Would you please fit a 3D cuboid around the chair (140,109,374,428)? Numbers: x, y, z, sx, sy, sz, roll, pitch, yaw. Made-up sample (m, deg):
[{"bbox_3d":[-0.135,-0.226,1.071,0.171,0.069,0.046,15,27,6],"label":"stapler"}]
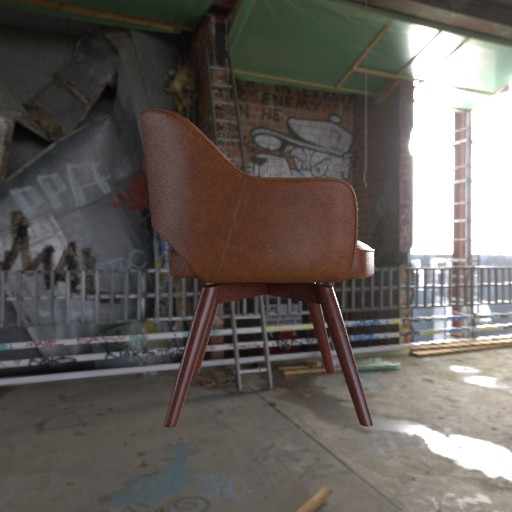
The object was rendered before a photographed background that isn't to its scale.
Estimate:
[{"bbox_3d":[0.000,0.000,1.246,0.640,0.777,0.591,0,0,-1],"label":"chair"}]
